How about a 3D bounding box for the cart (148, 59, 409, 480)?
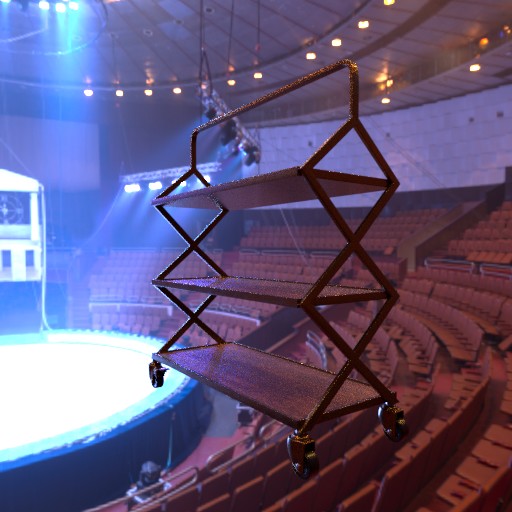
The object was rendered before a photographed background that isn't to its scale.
[{"bbox_3d":[0.000,0.000,1.158,0.313,0.805,0.723,-1,1,-36],"label":"cart"}]
